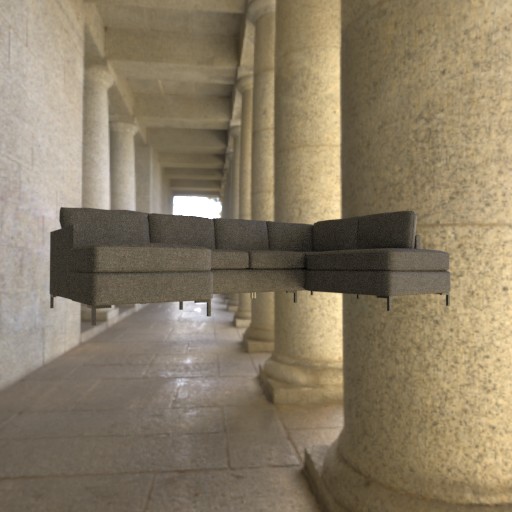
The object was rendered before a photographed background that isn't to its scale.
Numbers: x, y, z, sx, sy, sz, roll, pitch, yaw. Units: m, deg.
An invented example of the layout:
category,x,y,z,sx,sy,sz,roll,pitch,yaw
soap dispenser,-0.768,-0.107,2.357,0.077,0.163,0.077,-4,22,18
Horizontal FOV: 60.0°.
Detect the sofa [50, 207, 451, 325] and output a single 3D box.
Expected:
category,x,y,z,sx,sy,sz,roll,pitch,yaw
sofa,0.000,0.000,4.336,3.423,0.999,2.048,1,-2,-35
